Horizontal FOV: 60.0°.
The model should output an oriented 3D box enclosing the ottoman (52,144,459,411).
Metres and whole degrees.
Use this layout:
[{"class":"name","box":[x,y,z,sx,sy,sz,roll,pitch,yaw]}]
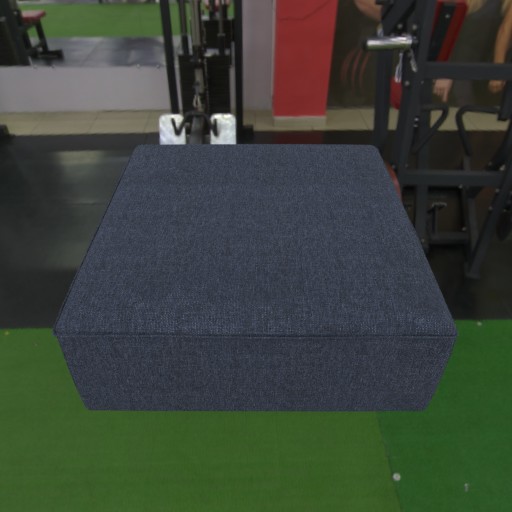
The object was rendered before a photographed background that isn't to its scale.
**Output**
[{"class":"ottoman","box":[0.000,0.000,1.560,1.023,0.423,1.017,0,41,1]}]
